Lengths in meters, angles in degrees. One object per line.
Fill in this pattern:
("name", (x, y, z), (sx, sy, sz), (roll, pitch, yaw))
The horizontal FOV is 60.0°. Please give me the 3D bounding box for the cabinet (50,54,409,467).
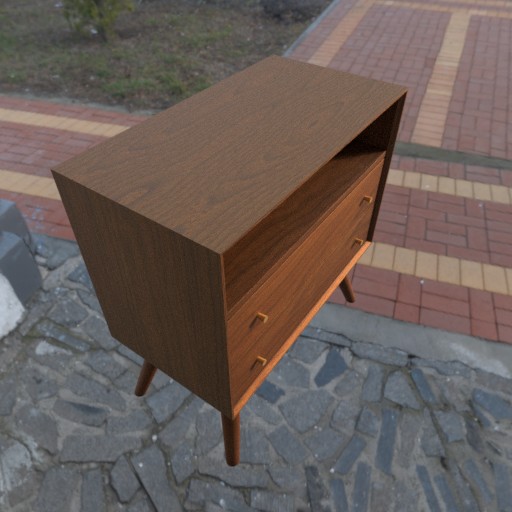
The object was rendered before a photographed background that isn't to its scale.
("cabinet", (0.000, 0.000, 1.165), (0.388, 0.748, 0.712), (26, 49, 25))
